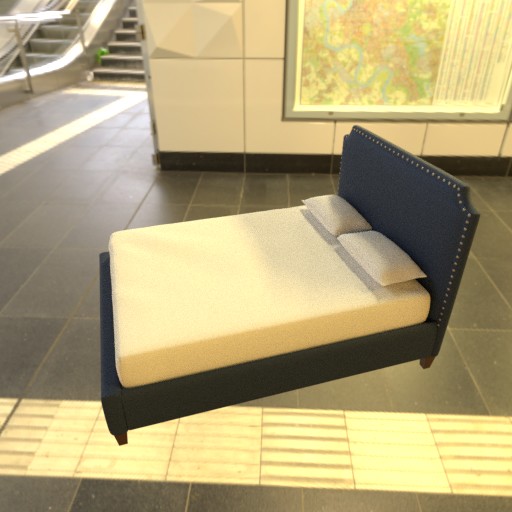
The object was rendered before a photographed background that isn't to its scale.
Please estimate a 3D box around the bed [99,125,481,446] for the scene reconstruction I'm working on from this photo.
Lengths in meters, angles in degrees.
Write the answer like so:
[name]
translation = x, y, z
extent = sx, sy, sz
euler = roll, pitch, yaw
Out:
[bed]
translation = 0.000, 0.000, 3.363
extent = 2.372, 1.443, 1.712
euler = -9, 33, -14
